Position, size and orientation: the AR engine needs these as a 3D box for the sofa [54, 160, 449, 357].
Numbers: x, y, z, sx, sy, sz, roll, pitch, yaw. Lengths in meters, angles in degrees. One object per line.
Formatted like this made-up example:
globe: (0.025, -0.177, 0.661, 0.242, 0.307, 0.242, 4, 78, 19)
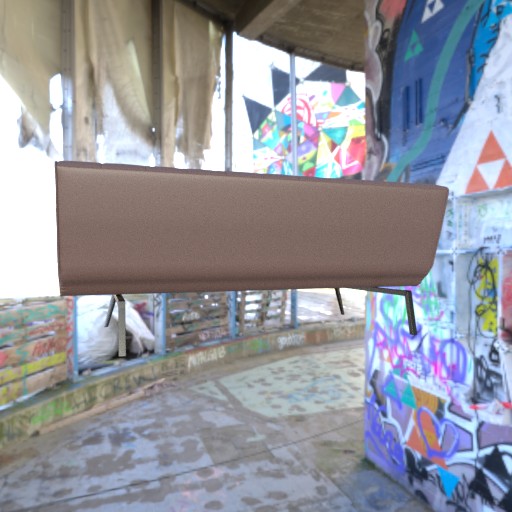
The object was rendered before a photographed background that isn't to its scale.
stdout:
sofa: (0.000, 0.000, 2.108, 1.703, 0.699, 0.747, 0, 0, -20)
